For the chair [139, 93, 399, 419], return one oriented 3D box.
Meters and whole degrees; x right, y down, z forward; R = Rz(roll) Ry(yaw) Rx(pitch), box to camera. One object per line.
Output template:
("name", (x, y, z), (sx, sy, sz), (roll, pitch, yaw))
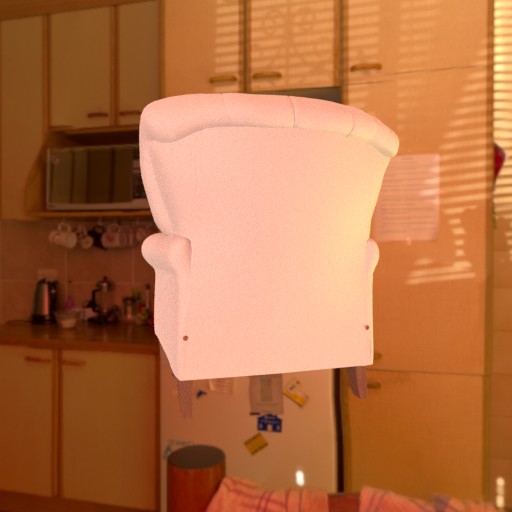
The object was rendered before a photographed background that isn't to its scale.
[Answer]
("chair", (0.000, 0.000, 2.106), (1.090, 1.217, 1.128), (0, 1, -17))
